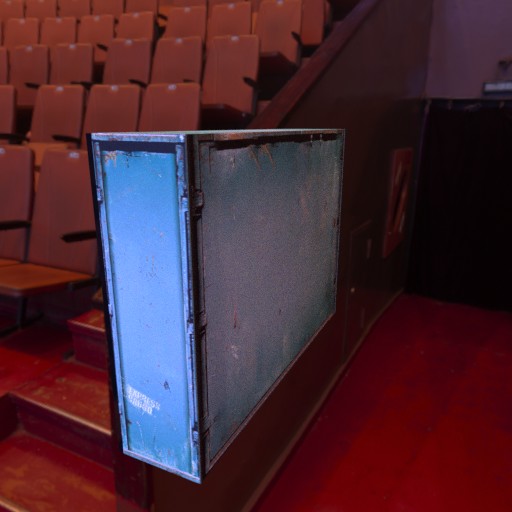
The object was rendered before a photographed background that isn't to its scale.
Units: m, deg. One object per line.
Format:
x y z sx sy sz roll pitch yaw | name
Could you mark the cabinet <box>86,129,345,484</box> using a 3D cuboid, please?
0.000 0.000 3.963 0.680 2.160 3.001 8 18 25 | cabinet
